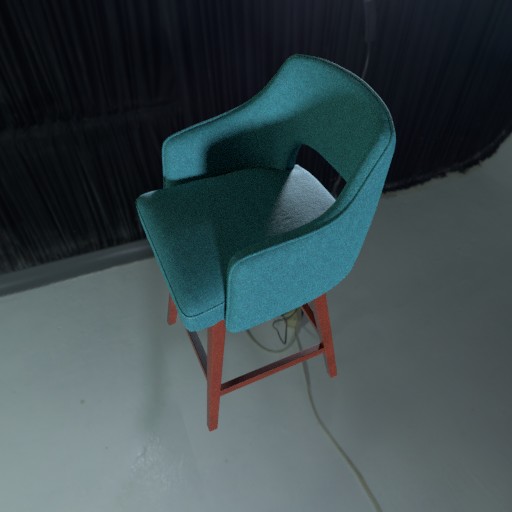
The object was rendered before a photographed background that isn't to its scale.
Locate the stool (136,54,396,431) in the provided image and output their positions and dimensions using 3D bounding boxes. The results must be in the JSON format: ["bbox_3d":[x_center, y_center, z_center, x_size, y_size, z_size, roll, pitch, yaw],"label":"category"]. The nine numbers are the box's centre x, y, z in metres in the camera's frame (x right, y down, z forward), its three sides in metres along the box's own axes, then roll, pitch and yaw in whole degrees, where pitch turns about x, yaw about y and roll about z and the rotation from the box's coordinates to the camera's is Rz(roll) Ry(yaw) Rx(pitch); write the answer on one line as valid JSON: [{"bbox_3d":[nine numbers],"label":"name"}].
[{"bbox_3d":[0.000,0.000,1.293,0.556,0.961,0.548,-19,50,-16],"label":"stool"}]
